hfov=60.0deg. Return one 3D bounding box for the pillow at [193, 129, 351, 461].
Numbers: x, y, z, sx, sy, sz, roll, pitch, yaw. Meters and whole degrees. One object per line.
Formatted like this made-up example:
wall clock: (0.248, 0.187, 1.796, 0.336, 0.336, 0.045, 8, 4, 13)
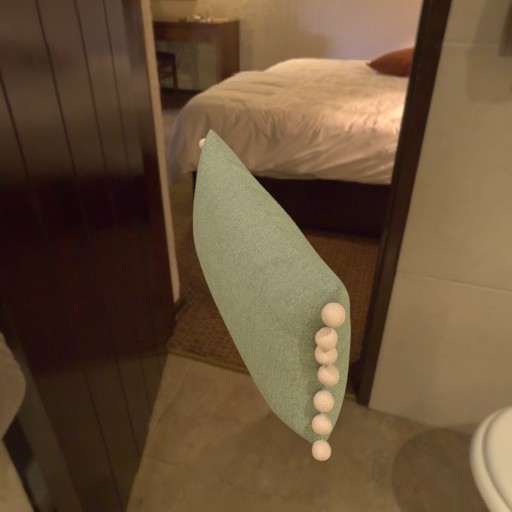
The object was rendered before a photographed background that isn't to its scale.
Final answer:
pillow: (0.000, 0.000, 0.864, 0.201, 0.322, 0.709, -10, 33, -16)
